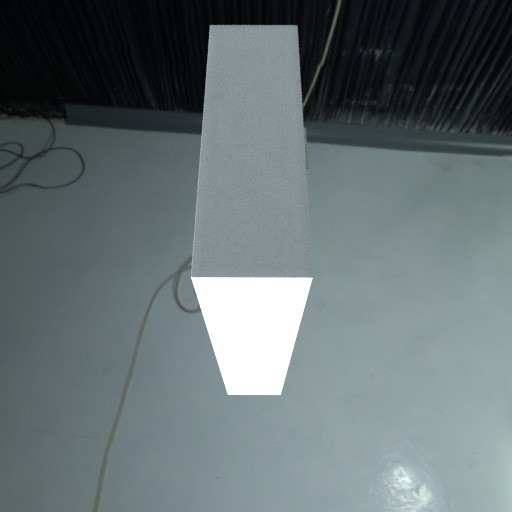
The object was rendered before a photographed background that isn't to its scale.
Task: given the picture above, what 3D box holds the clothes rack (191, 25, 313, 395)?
[{"bbox_3d":[0.000,0.000,1.600,0.250,1.280,0.750,0,63,0],"label":"clothes rack"}]
